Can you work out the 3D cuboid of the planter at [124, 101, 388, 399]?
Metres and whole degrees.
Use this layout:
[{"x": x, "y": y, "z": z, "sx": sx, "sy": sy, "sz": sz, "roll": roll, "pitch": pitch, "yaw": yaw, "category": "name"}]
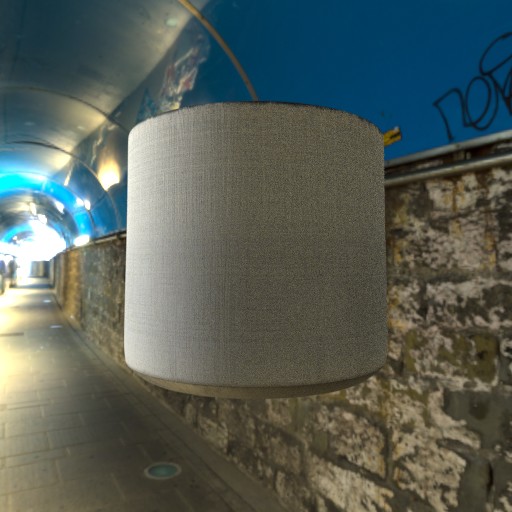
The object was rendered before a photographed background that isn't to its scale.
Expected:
[{"x": 0.000, "y": 0.000, "z": 0.398, "sx": 0.226, "sy": 0.201, "sz": 0.226, "roll": 0, "pitch": -1, "yaw": 0, "category": "planter"}]
